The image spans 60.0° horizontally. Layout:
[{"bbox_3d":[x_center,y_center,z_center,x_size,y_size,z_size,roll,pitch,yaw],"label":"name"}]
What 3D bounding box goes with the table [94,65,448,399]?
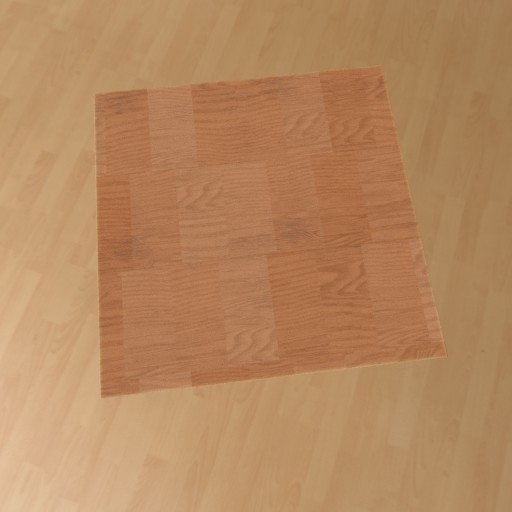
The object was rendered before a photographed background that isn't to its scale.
[{"bbox_3d":[0.000,0.000,1.398,0.747,0.738,0.747,-6,75,-2],"label":"table"}]
